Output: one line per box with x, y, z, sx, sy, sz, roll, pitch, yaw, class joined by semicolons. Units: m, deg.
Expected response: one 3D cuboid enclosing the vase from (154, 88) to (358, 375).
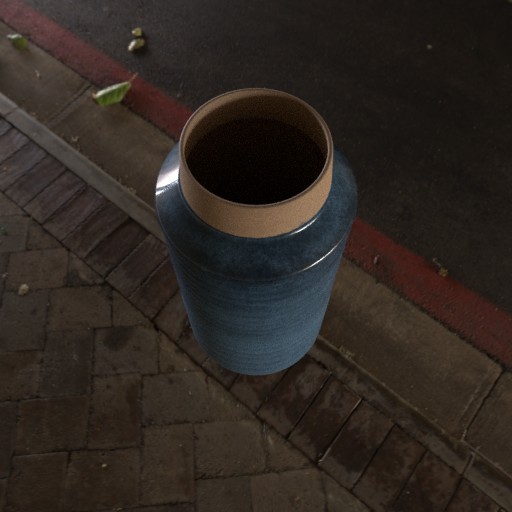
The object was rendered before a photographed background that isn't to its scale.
0.000;0.000;0.416;0.163;0.316;0.163;0;64;0;vase
